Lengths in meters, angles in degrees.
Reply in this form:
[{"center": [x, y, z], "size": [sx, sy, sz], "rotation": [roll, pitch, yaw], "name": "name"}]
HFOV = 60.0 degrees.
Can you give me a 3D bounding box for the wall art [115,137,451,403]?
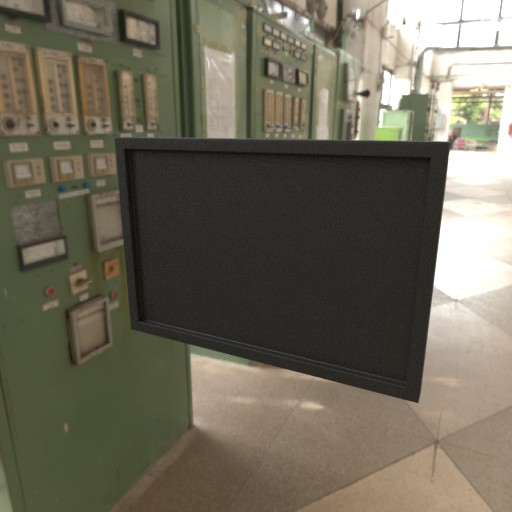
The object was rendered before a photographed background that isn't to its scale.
[{"center": [0.000, 0.000, 0.590], "size": [0.443, 0.301, 0.021], "rotation": [8, 18, 26], "name": "wall art"}]
